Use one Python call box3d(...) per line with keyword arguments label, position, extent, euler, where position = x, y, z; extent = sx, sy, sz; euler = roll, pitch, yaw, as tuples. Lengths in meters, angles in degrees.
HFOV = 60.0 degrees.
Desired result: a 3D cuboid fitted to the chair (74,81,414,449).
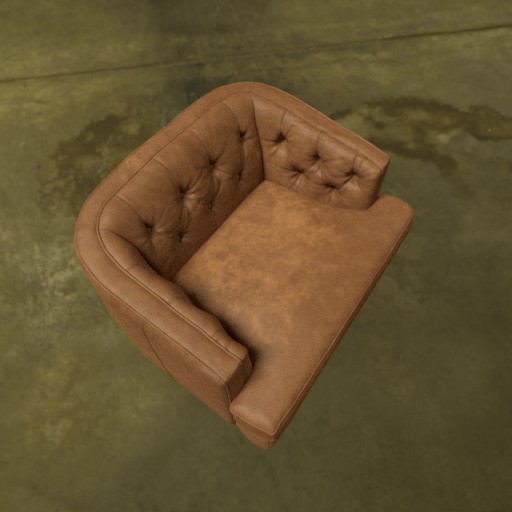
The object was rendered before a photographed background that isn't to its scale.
box3d(label="chair", position=(0.000, 0.000, 1.787), extent=(0.911, 0.836, 1.119), euler=(30, 62, 18))
